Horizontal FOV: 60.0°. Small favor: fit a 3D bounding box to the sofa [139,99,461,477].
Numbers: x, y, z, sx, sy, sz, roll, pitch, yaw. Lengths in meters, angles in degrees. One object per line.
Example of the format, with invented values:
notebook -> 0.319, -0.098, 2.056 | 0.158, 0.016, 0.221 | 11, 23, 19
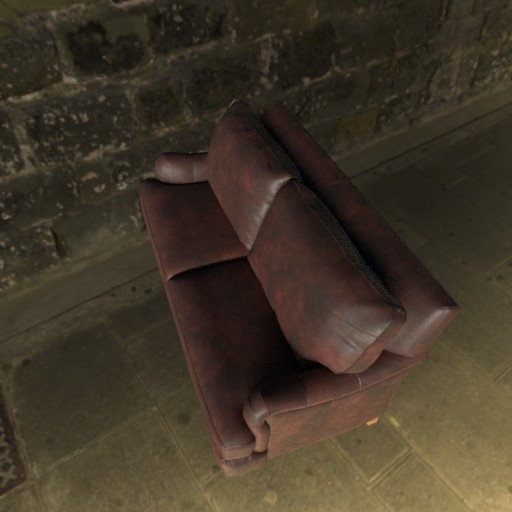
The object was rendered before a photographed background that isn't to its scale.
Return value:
sofa -> 0.000, 0.000, 2.738 | 1.147, 1.071, 2.144 | -15, 47, -14
